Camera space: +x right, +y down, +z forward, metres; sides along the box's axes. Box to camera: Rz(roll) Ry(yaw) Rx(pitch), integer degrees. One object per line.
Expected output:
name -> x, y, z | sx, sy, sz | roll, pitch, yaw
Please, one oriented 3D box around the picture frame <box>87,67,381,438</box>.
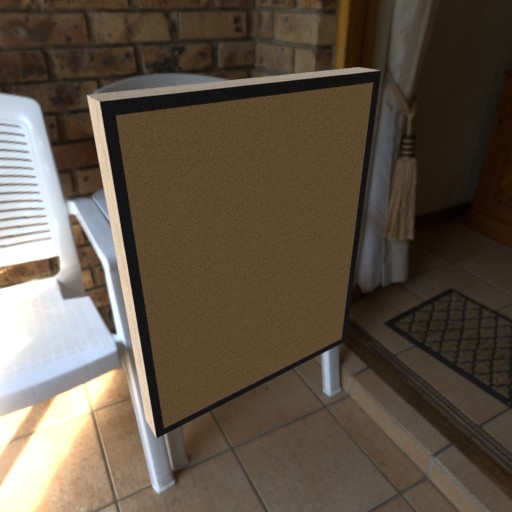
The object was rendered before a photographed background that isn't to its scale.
picture frame -> 0.000, 0.000, 0.707 | 0.421, 0.526, 0.046 | -19, 35, -29
